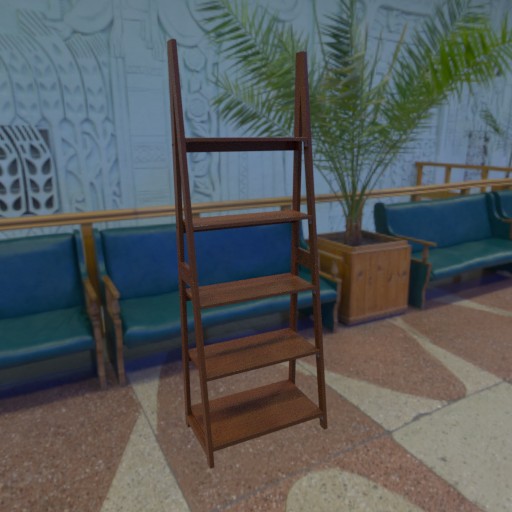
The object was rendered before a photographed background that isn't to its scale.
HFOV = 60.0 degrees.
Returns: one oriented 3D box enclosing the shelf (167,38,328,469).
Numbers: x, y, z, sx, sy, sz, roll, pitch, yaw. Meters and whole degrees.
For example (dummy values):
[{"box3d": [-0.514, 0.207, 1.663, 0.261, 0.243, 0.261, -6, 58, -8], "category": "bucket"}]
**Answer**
[{"box3d": [0.000, 0.000, 2.001, 0.630, 1.780, 0.356, -7, 17, -25], "category": "shelf"}]
